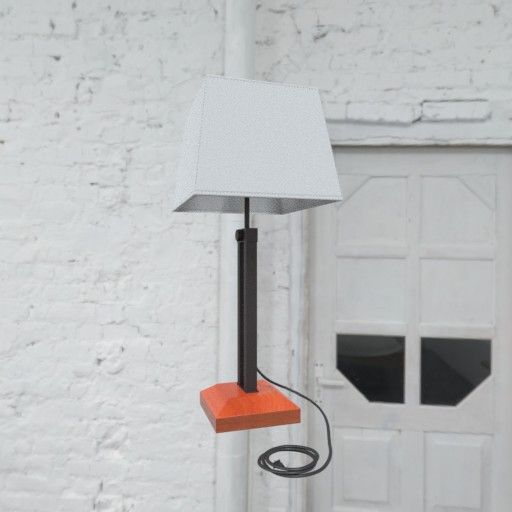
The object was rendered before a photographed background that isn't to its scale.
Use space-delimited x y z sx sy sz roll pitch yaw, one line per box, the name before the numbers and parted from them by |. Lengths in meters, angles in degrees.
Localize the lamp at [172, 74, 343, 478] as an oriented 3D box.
lamp | 0.000 0.000 0.970 0.310 0.737 0.498 0 0 -17
